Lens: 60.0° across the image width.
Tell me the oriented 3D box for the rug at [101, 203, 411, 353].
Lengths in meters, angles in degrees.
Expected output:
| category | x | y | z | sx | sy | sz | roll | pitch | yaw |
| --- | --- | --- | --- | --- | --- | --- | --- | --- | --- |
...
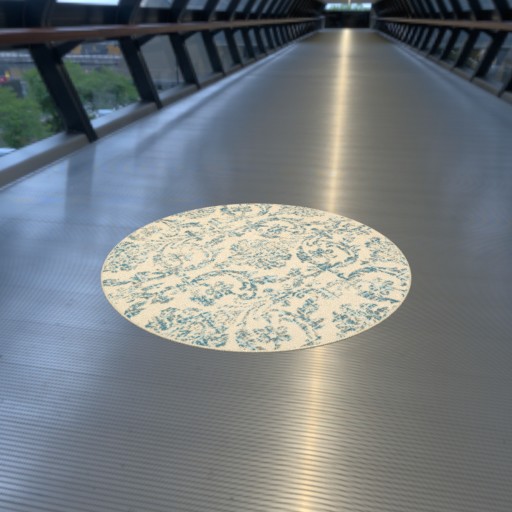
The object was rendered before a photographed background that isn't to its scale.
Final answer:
| category | x | y | z | sx | sy | sz | roll | pitch | yaw |
| --- | --- | --- | --- | --- | --- | --- | --- | --- | --- |
| rug | 0.000 | 0.000 | 2.379 | 1.593 | 0.012 | 1.593 | 0 | 27 | 0 |
